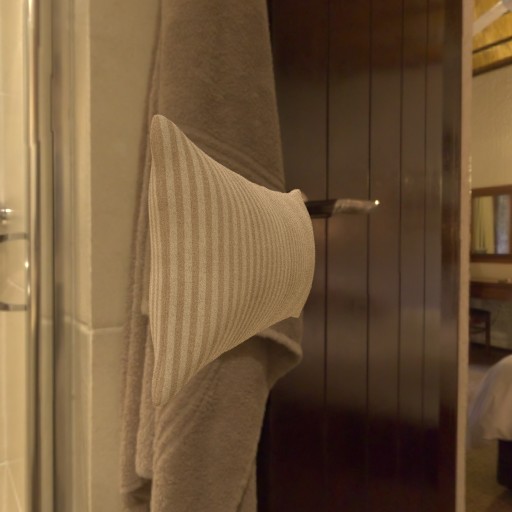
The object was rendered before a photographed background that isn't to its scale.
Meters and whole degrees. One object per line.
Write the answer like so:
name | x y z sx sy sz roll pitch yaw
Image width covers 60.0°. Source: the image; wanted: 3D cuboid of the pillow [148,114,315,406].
pillow | 0.000 0.000 0.731 0.151 0.295 0.617 0 1 19
